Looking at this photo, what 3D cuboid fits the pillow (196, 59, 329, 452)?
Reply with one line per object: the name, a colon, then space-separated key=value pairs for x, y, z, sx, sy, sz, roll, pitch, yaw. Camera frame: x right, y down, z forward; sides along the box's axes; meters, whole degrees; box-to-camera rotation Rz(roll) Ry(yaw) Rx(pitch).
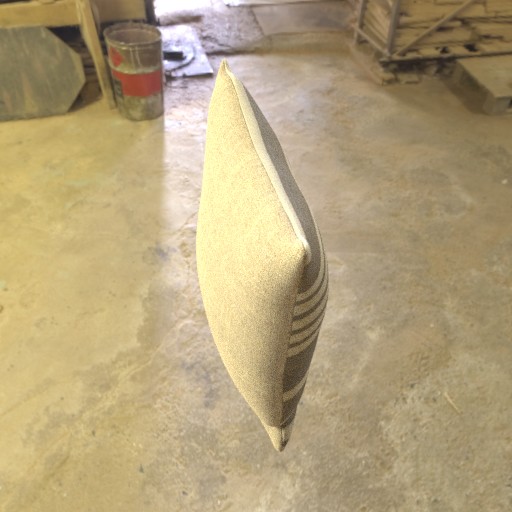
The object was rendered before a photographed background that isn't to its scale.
pillow: x=0.000 y=0.000 z=0.682 sx=0.182 sy=0.440 sz=0.439 roll=-9 pitch=47 yaw=-8
